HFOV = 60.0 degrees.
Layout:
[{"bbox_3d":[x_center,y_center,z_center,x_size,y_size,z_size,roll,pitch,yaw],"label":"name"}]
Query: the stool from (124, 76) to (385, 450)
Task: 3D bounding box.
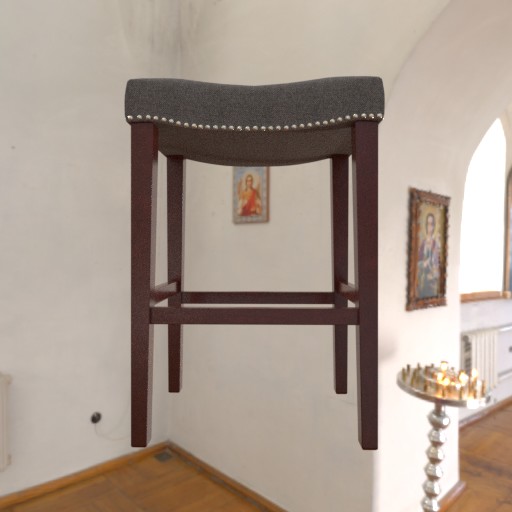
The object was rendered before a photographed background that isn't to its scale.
[{"bbox_3d":[0.000,0.000,1.032,0.504,0.742,0.372,0,1,1],"label":"stool"}]
